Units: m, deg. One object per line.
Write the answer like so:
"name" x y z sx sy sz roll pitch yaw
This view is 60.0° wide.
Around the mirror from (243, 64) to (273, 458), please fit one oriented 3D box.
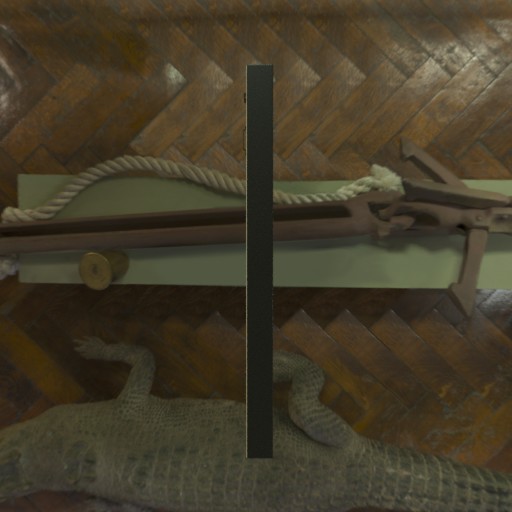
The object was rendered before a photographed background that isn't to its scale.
"mirror" 0.000 0.000 0.924 0.039 0.710 0.507 0 92 0
